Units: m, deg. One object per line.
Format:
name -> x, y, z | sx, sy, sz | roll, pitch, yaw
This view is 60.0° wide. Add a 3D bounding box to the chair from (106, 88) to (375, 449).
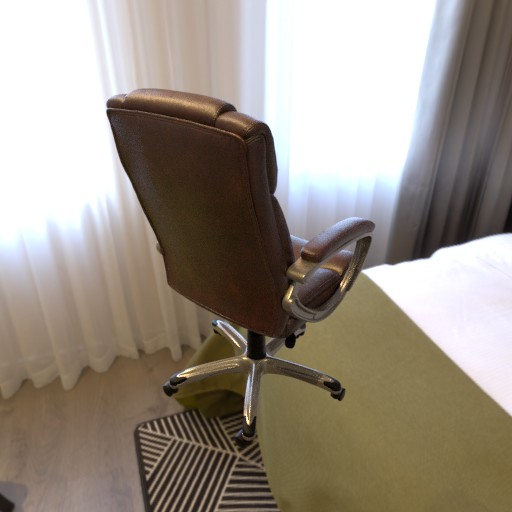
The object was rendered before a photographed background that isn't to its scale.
chair -> 0.000, 0.000, 1.506 | 0.656, 1.128, 0.692 | 21, 36, 33
